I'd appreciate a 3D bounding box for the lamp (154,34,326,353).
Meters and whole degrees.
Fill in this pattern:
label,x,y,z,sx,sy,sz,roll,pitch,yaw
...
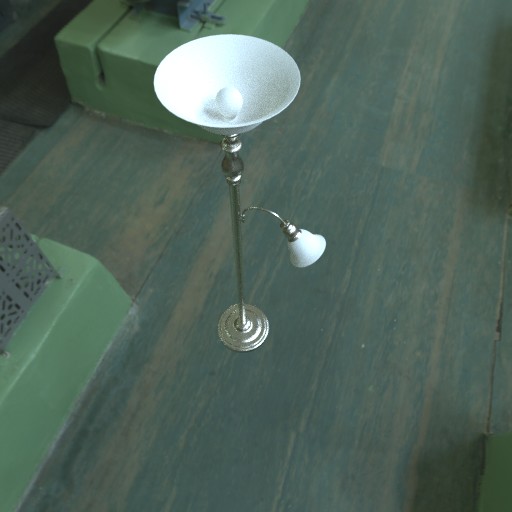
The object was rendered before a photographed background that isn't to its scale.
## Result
label,x,y,z,sx,sy,sz,roll,pitch,yaw
lamp,0.000,0.000,1.971,0.575,1.785,0.405,17,59,10
